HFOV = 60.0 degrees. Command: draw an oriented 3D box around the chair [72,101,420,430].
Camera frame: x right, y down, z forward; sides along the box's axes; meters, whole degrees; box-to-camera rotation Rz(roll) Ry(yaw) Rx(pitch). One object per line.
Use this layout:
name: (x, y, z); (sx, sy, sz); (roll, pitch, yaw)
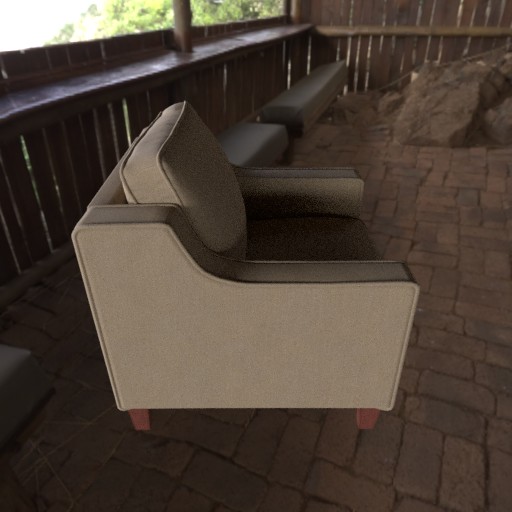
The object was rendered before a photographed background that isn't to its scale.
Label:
chair: (0.000, 0.000, 1.604); (0.909, 0.960, 0.831); (0, 33, 0)
